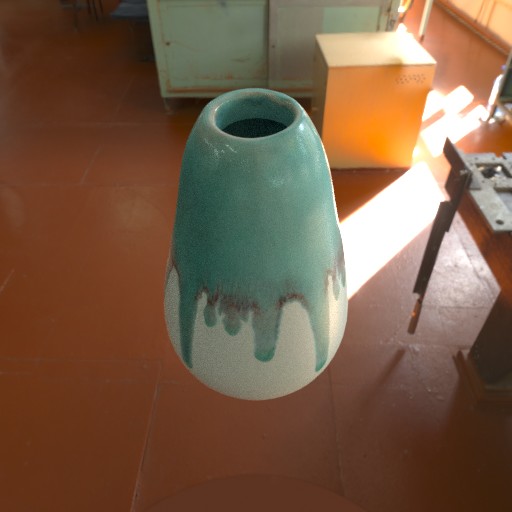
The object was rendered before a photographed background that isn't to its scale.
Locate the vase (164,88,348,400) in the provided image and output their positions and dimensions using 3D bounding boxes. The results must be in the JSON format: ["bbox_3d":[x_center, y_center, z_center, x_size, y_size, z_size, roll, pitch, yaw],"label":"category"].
[{"bbox_3d":[0.000,0.000,0.258,0.116,0.179,0.116,0,42,0],"label":"vase"}]
